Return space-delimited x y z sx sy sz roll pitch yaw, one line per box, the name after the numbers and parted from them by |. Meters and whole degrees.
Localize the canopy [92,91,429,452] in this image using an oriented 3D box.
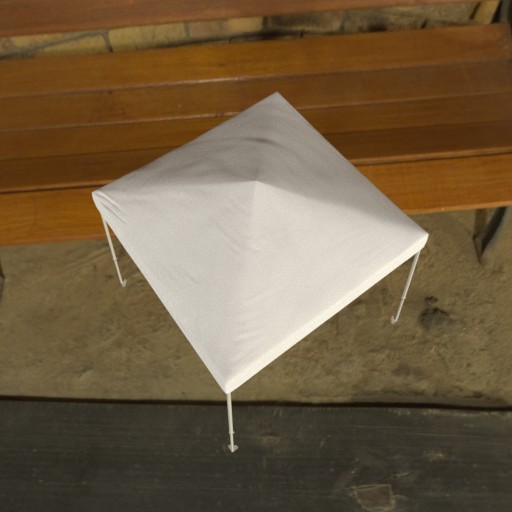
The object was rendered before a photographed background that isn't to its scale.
0.000 0.000 6.456 3.599 3.600 3.600 -34 68 -16 | canopy
